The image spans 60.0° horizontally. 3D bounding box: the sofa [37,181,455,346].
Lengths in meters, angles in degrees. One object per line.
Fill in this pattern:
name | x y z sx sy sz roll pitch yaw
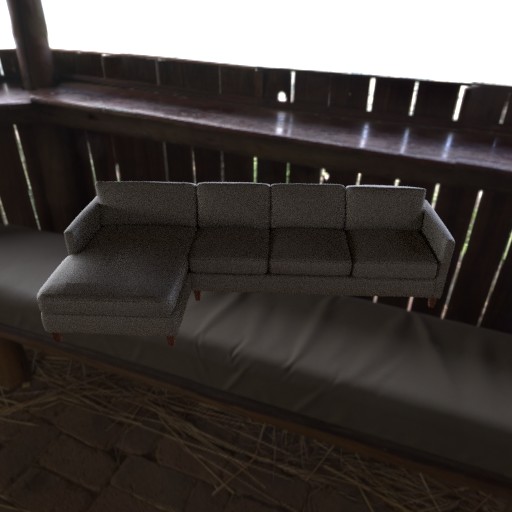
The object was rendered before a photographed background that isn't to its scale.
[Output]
sofa | 0.000 0.000 3.767 3.201 0.876 1.502 1 30 2
